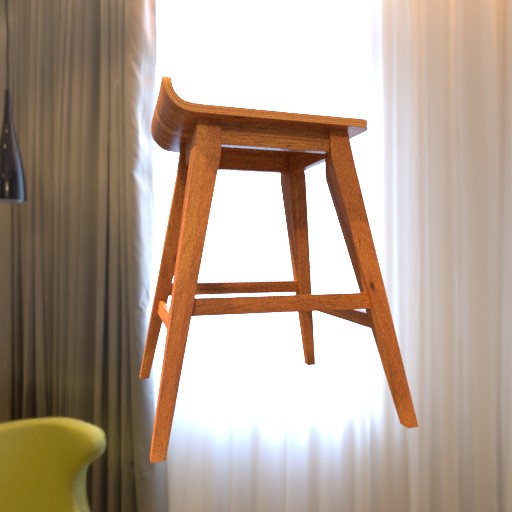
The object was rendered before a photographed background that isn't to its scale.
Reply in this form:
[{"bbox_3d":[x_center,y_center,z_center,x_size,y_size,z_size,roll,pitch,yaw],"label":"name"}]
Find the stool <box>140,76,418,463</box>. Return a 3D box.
[{"bbox_3d":[0.000,0.000,1.012,0.500,0.650,0.500,0,1,-17],"label":"stool"}]
